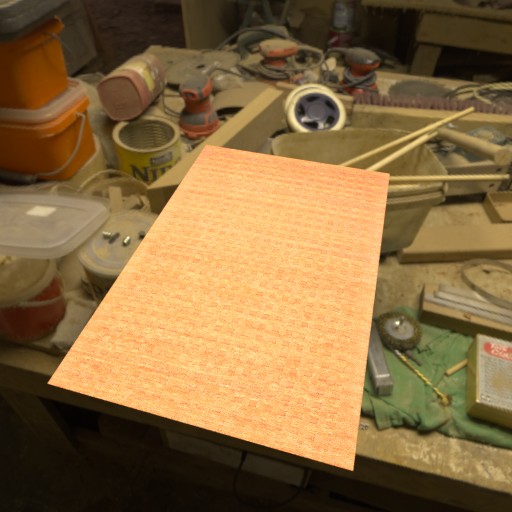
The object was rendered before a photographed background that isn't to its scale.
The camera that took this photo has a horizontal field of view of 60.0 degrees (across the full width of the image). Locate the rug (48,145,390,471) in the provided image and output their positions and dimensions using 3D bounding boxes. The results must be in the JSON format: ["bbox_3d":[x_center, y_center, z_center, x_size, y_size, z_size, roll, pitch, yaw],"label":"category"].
[{"bbox_3d":[0.000,0.000,2.842,1.524,0.006,2.285,11,47,11],"label":"rug"}]
